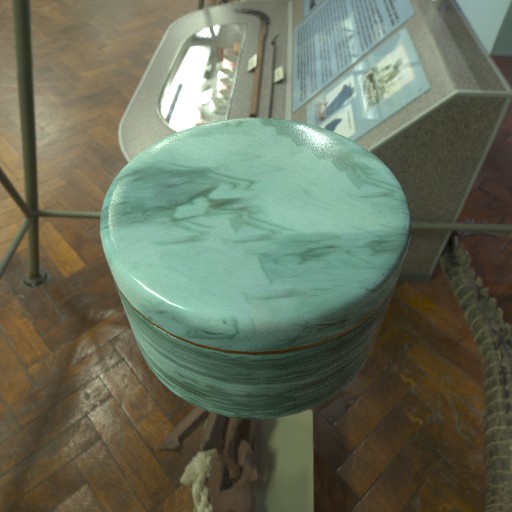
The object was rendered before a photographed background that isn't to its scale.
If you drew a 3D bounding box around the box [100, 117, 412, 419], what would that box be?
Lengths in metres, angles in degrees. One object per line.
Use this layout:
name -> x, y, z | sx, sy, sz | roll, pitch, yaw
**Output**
box -> 0.000, 0.000, 0.167 | 0.101, 0.063, 0.101 | 0, 47, 0
